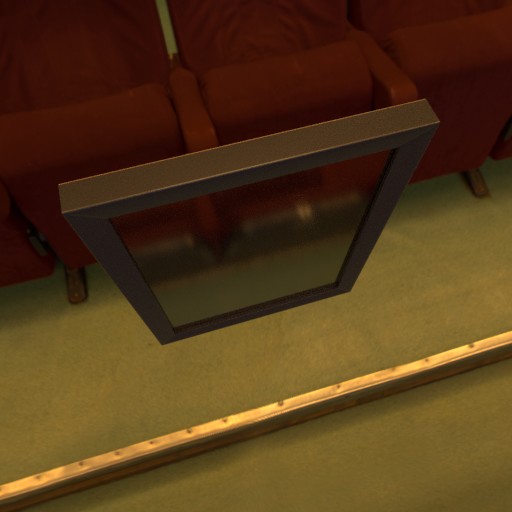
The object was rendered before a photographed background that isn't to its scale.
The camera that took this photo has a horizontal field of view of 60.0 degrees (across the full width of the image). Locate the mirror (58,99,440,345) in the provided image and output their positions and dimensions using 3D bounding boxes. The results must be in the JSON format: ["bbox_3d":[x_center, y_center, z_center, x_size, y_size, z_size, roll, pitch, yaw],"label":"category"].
[{"bbox_3d":[0.000,0.000,0.691,0.405,0.508,0.041,-15,65,-7],"label":"mirror"}]
